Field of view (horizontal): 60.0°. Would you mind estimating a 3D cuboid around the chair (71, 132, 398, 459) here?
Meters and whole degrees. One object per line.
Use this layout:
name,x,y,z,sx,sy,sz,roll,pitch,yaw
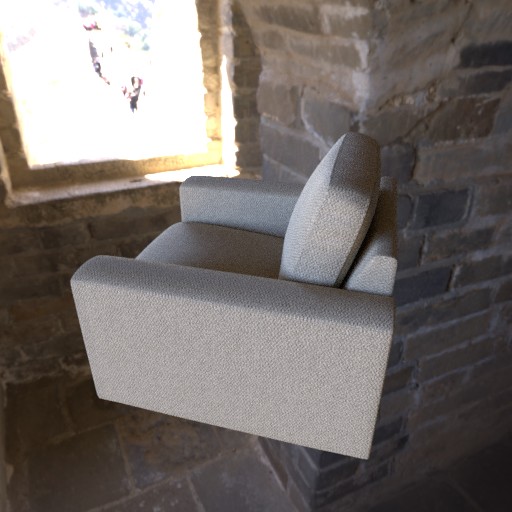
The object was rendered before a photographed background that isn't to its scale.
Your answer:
chair,0.000,0.000,1.735,1.016,0.873,1.005,8,31,13
